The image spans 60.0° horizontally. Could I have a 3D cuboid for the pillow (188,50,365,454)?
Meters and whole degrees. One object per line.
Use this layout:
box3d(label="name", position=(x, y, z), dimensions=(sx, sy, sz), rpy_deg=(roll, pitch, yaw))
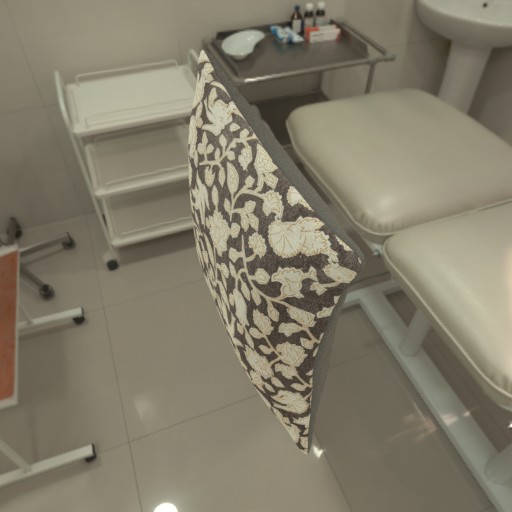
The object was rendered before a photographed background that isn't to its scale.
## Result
box3d(label="pillow", position=(0.000, 0.000, 0.768), dimensions=(0.166, 0.507, 0.526), rpy_deg=(-16, 49, -14))
